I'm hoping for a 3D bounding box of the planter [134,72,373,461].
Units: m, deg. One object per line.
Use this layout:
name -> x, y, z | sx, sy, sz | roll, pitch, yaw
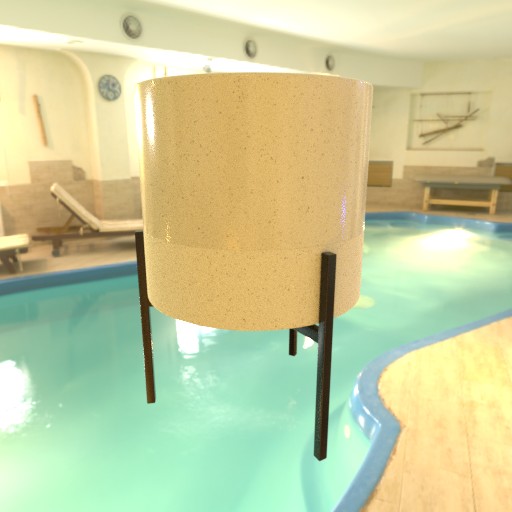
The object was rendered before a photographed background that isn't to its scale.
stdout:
planter -> 0.000, 0.000, 0.323 | 0.152, 0.230, 0.159 | 8, 17, 26
